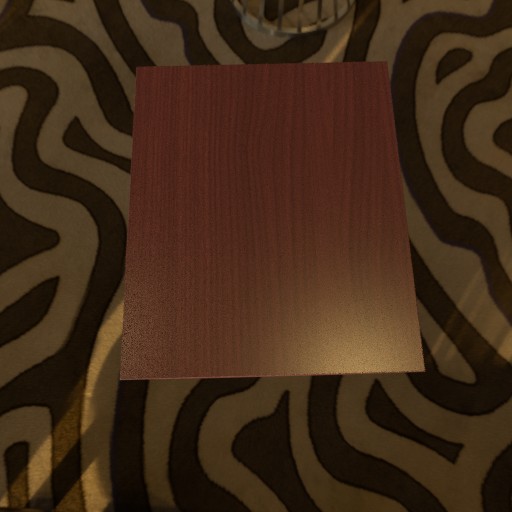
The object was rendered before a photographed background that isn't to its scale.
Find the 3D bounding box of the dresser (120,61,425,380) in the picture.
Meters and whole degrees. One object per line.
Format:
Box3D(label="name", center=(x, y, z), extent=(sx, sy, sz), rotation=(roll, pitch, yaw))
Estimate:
Box3D(label="dresser", center=(0.000, 0.000, 0.763), extent=(0.360, 0.470, 0.400), rotation=(-1, 75, 0))
